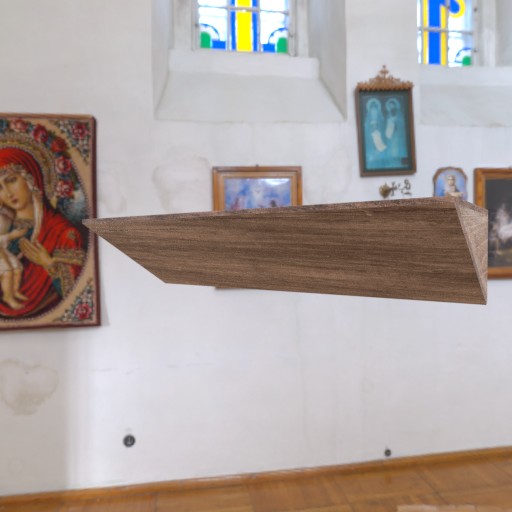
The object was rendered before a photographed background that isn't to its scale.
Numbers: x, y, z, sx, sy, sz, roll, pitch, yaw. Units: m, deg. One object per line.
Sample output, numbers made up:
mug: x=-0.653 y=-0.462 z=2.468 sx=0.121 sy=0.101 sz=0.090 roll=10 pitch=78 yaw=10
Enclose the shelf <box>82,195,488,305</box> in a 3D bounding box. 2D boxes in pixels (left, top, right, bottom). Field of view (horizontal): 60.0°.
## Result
shelf: x=0.000 y=0.000 z=0.682 sx=0.610 sy=0.125 sz=0.200 roll=1 pitch=1 yaw=36
